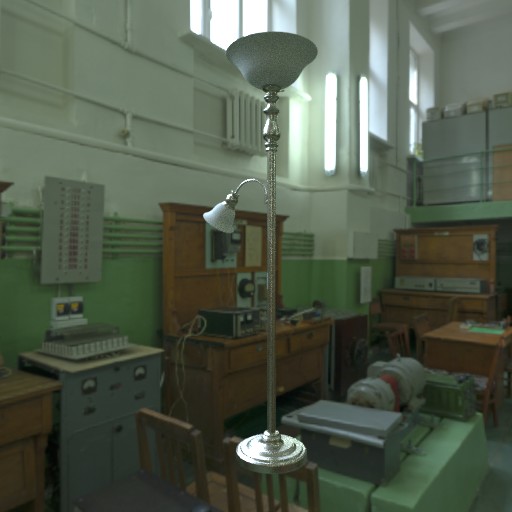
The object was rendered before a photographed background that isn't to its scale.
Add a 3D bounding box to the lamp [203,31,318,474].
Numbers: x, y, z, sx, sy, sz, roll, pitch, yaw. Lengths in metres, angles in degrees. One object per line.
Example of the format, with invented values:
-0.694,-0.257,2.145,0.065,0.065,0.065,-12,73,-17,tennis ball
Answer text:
0.000,0.000,2.015,0.575,1.785,0.405,0,1,36,lamp
